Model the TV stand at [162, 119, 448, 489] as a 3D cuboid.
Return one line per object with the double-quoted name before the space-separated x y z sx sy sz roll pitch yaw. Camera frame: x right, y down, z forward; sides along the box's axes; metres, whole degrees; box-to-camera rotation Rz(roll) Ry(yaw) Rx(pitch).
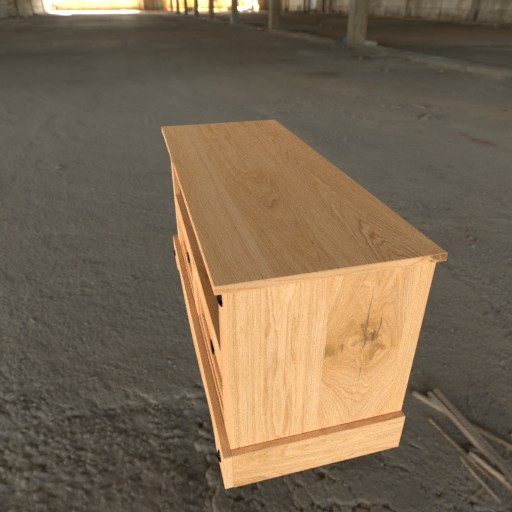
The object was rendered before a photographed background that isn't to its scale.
"TV stand" 0.000 0.000 1.349 0.440 0.550 1.080 -8 31 -13
